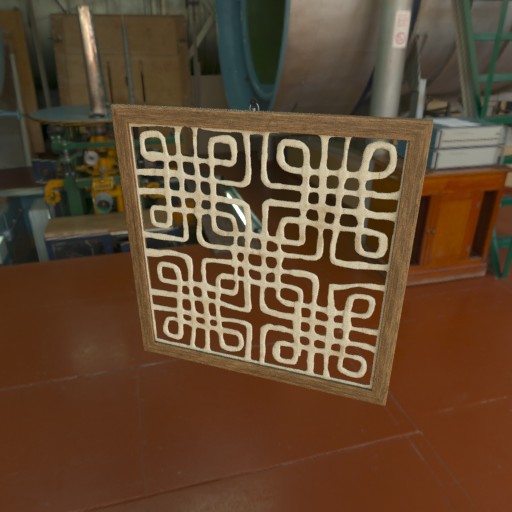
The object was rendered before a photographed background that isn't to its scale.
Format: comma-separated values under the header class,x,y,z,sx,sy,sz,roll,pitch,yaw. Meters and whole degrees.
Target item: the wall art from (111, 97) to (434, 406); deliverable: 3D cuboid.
class,x,y,z,sx,sy,sz,roll,pitch,yaw
wall art,0.000,0.000,0.862,0.561,0.582,0.021,9,27,17
